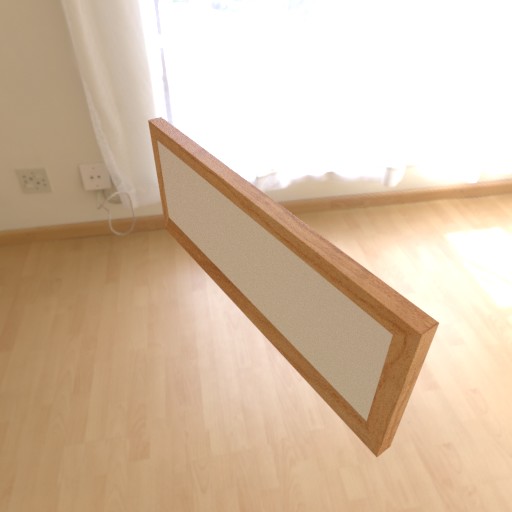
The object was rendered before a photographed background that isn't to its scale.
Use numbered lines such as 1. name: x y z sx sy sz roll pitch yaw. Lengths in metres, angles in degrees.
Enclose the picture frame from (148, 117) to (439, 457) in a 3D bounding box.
1. picture frame: 0.000 0.000 0.668 0.045 0.234 0.582 -24 46 -26
